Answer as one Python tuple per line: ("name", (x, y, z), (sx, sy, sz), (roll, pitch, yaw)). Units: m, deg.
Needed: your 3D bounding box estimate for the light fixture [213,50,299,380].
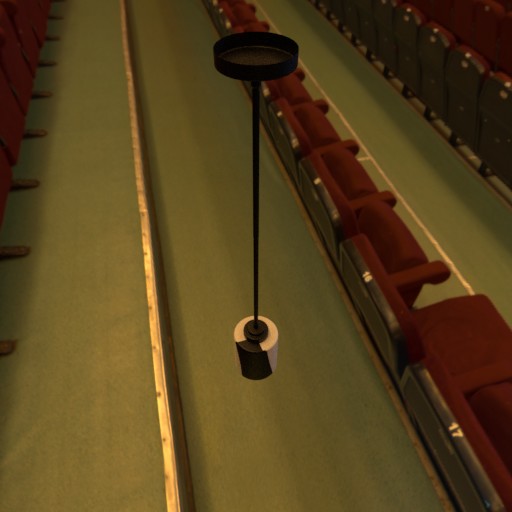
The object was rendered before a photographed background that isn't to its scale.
("light fixture", (0.000, 0.000, 0.947), (0.123, 0.863, 0.123), (-10, 47, -10))
